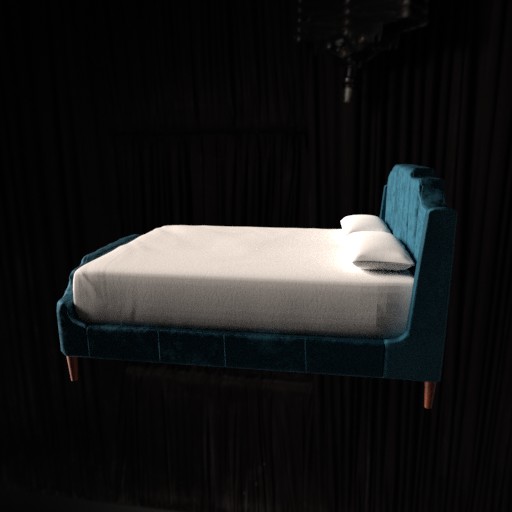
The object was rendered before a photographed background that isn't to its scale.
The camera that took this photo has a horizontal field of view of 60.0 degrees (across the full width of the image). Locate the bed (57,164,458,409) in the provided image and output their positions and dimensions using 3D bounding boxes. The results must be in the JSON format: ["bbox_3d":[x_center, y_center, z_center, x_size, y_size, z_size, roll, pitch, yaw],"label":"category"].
[{"bbox_3d":[0.000,0.000,3.311,2.322,1.338,1.678,2,14,8],"label":"bed"}]
